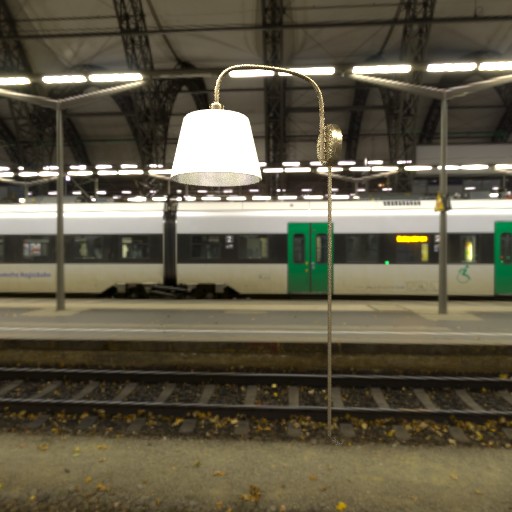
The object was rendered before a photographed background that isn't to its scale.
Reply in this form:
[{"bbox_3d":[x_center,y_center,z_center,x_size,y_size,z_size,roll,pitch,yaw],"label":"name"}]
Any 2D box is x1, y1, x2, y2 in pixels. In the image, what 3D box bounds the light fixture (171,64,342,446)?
[{"bbox_3d":[0.000,0.000,0.464,0.176,0.399,0.092,0,1,-17],"label":"light fixture"}]
